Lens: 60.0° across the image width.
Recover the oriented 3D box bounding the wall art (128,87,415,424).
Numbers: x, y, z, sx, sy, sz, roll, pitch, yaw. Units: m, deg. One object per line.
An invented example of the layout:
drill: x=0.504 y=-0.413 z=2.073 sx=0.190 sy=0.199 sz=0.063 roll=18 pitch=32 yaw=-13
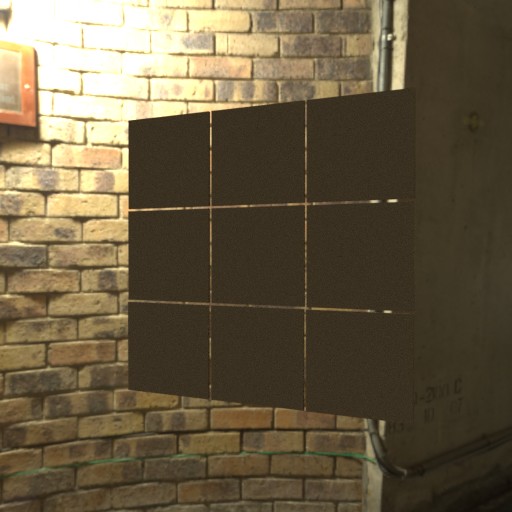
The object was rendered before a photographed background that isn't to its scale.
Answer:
wall art: x=0.000 y=0.000 z=1.362 sx=0.919 sy=0.917 sz=0.010 roll=0 pitch=0 yaw=19
